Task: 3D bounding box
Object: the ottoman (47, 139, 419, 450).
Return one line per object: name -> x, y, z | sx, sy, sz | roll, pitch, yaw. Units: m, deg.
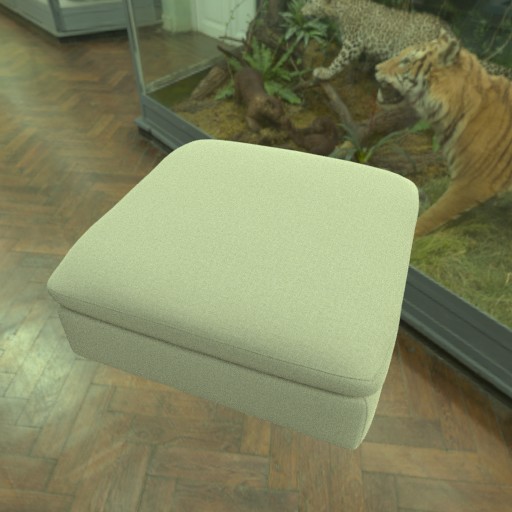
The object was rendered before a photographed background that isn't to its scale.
ottoman -> 0.000, 0.000, 1.548 | 0.996, 0.467, 0.977 | 14, 43, 15
